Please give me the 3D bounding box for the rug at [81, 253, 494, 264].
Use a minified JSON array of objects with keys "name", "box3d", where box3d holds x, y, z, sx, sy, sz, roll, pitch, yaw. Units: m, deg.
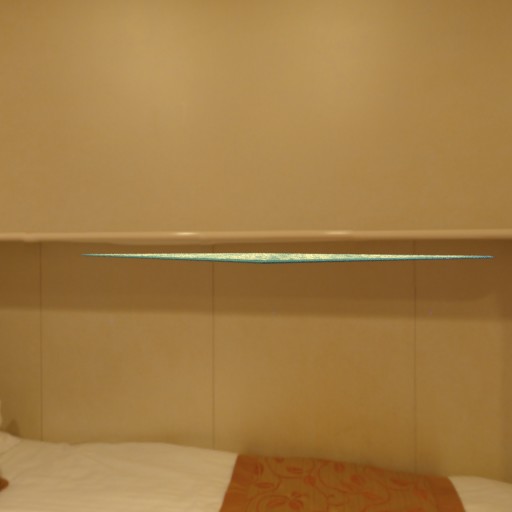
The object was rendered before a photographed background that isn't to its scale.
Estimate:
[{"name":"rug","box3d":[0.000,0.000,2.808,1.554,0.012,2.205,-1,1,-36]}]
